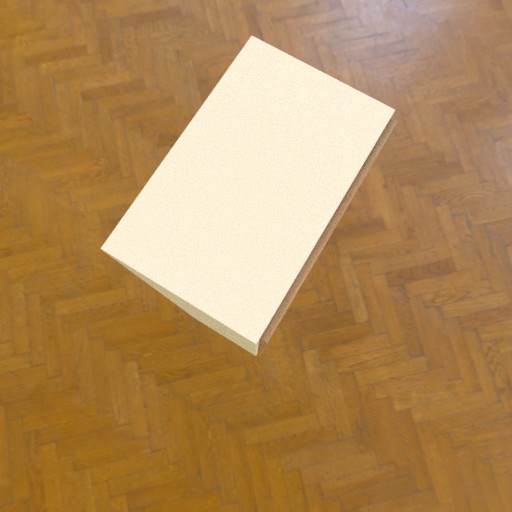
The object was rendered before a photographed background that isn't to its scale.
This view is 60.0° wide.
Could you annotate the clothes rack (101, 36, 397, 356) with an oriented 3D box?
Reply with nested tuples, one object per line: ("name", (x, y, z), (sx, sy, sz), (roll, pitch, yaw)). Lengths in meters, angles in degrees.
("clothes rack", (0.000, 0.000, 1.367), (0.331, 1.187, 0.500), (30, 78, 7))
